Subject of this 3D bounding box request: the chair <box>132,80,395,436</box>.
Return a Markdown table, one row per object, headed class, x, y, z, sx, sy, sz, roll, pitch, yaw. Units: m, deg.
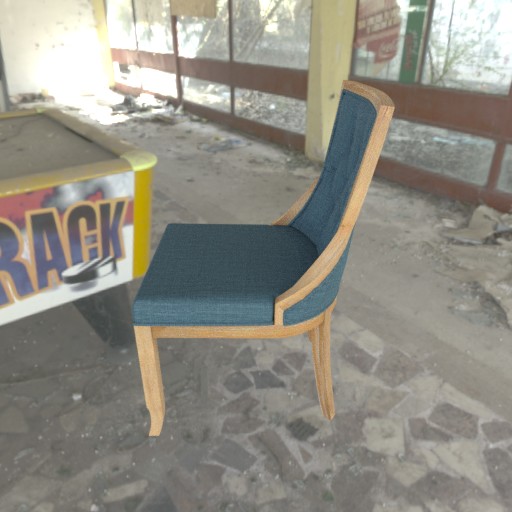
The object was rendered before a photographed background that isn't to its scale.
| class | x | y | z | sx | sy | sz | roll | pitch | yaw |
| --- | --- | --- | --- | --- | --- | --- | --- | --- | --- |
| chair | 0.000 | 0.000 | 1.338 | 0.641 | 0.947 | 0.524 | 0 | 28 | 0 |
